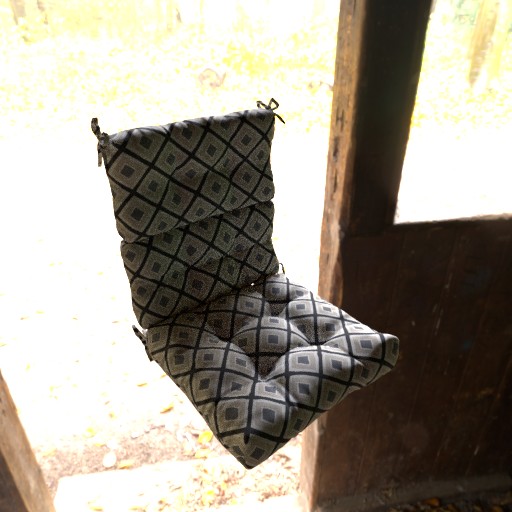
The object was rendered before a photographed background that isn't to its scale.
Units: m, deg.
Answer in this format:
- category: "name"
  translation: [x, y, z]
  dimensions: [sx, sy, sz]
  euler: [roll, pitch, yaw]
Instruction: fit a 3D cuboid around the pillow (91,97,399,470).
- category: "pillow"
  translation: [0.000, 0.000, 1.031]
  dimensions: [0.519, 0.605, 0.571]
  euler: [-21, 36, -32]
